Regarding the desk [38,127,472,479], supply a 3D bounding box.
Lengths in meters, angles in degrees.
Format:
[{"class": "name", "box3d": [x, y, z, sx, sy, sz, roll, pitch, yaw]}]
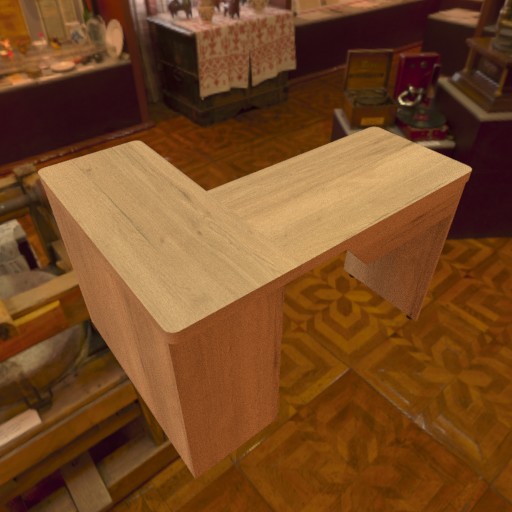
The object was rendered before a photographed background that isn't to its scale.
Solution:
[{"class": "desk", "box3d": [0.000, 0.000, 1.733, 1.169, 0.760, 0.900, -27, 47, -28]}]
